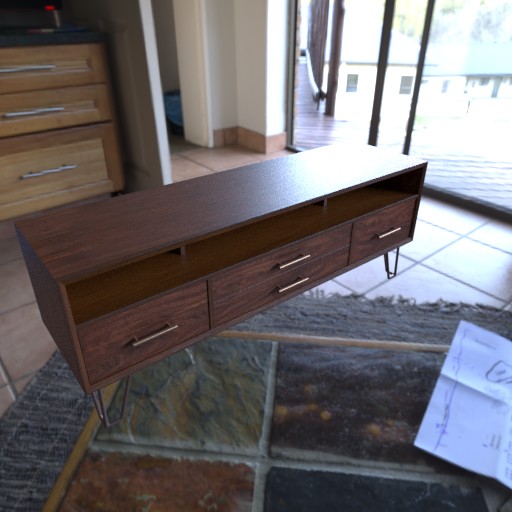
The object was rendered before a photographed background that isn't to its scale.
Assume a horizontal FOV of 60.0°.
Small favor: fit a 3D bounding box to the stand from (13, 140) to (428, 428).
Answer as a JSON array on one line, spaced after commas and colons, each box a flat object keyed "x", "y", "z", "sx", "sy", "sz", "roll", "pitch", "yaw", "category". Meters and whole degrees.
[{"x": 0.000, "y": 0.000, "z": 1.859, "sx": 1.626, "sy": 0.610, "sz": 0.481, "roll": -21, "pitch": 36, "yaw": -32, "category": "stand"}]
